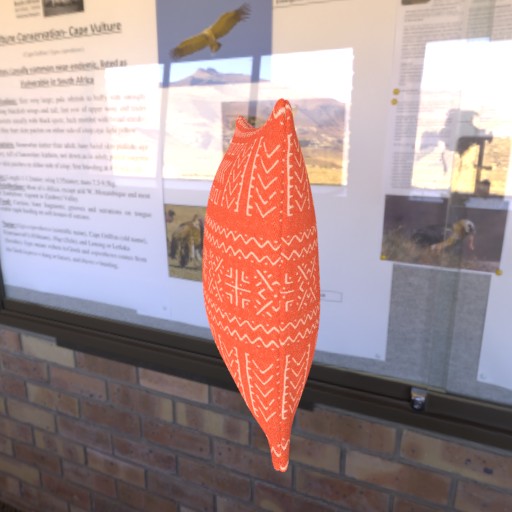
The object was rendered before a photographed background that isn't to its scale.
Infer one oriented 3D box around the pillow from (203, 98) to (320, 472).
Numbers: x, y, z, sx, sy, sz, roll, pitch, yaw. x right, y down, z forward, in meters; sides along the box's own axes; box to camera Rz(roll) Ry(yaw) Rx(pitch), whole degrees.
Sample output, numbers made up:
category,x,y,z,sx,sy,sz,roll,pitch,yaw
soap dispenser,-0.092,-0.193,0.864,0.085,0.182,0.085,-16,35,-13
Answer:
category,x,y,z,sx,sy,sz,roll,pitch,yaw
pillow,0.000,0.000,0.676,0.164,0.429,0.438,-2,15,-7
